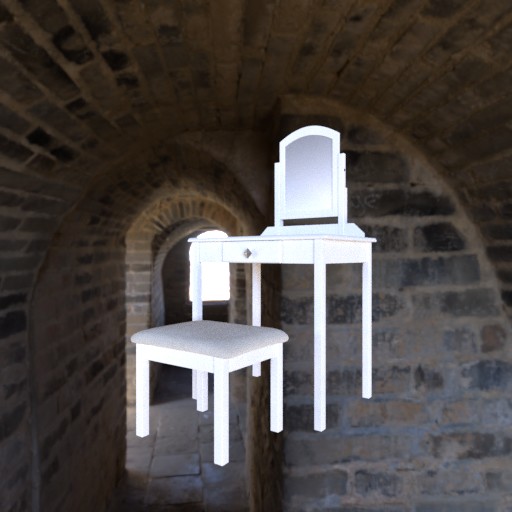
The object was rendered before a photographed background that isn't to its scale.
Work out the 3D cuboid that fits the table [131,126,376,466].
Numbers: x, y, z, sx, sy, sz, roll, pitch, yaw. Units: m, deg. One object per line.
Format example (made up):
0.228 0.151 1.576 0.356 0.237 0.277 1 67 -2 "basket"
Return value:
0.000 0.000 2.337 0.876 1.631 1.211 0 0 36 "table"
